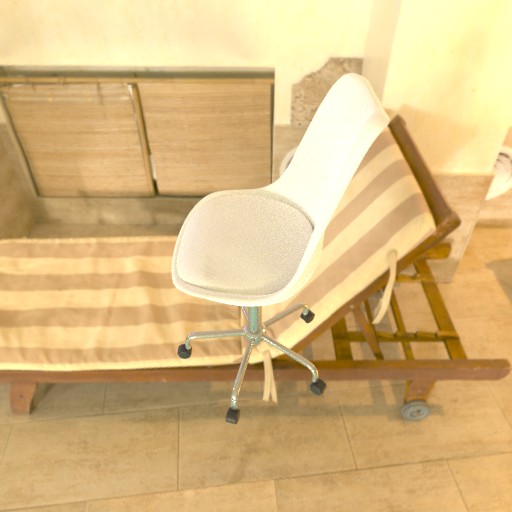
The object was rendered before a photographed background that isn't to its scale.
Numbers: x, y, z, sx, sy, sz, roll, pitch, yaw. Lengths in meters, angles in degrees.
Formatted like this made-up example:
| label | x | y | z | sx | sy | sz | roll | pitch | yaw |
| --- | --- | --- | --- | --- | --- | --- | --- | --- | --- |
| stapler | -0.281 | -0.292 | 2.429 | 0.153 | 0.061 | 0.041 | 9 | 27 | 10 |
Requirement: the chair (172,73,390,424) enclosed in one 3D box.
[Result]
| label | x | y | z | sx | sy | sz | roll | pitch | yaw |
| --- | --- | --- | --- | --- | --- | --- | --- | --- | --- |
| chair | 0.000 | 0.000 | 1.270 | 0.550 | 0.930 | 0.550 | 0 | 41 | 0 |
